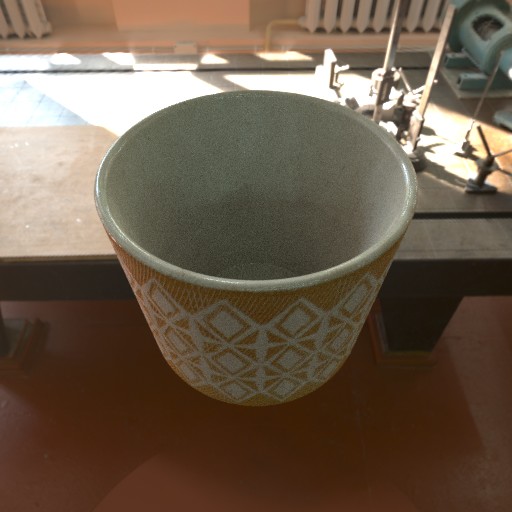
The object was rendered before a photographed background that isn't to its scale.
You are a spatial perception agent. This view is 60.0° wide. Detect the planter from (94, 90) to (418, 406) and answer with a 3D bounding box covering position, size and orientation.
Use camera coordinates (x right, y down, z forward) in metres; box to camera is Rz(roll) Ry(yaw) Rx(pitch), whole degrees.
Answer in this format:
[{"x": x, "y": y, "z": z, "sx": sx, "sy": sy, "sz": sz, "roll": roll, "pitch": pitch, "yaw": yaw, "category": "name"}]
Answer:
[{"x": 0.000, "y": 0.000, "z": 0.331, "sx": 0.193, "sy": 0.165, "sz": 0.193, "roll": 0, "pitch": 47, "yaw": 0, "category": "planter"}]
